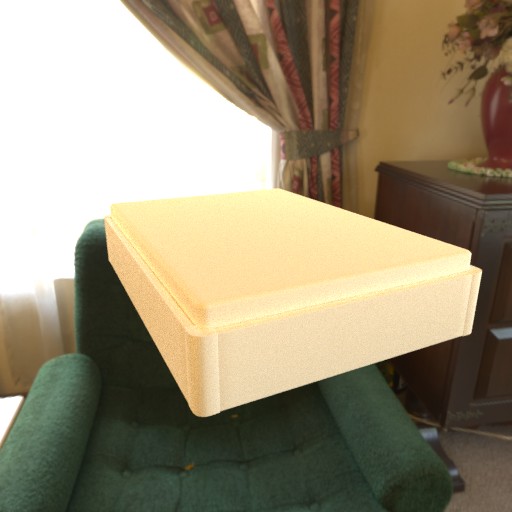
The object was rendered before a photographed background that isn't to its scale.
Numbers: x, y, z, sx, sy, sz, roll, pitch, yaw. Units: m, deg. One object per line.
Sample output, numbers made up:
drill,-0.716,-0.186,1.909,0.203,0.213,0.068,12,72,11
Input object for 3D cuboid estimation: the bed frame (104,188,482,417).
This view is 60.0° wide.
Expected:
bed frame,0.000,0.000,2.565,1.400,0.406,1.900,-9,21,-25
